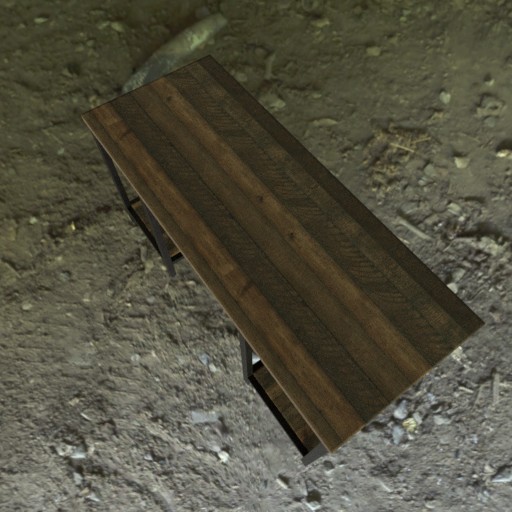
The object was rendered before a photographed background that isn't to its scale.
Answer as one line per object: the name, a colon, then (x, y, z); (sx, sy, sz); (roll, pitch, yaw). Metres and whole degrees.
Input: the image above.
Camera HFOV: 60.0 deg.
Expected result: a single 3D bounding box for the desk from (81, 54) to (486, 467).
desk: (0.000, 0.000, 1.893); (0.617, 0.753, 1.538); (-33, 66, -16)
